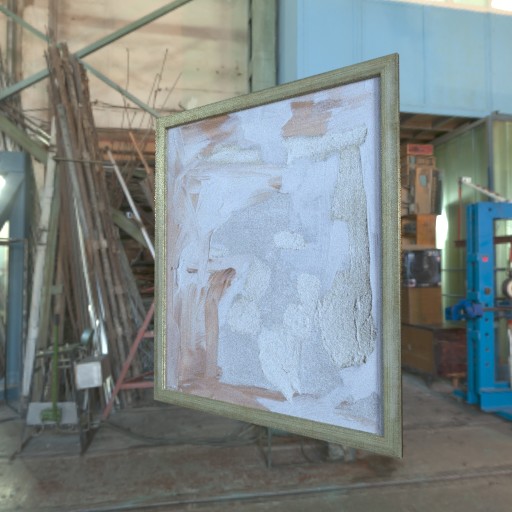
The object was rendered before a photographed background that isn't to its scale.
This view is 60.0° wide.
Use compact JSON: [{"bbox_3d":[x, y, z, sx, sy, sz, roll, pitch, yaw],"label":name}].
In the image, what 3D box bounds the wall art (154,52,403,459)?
[{"bbox_3d":[0.000,0.000,0.748,0.483,0.559,0.009,-1,-2,34],"label":"wall art"}]
